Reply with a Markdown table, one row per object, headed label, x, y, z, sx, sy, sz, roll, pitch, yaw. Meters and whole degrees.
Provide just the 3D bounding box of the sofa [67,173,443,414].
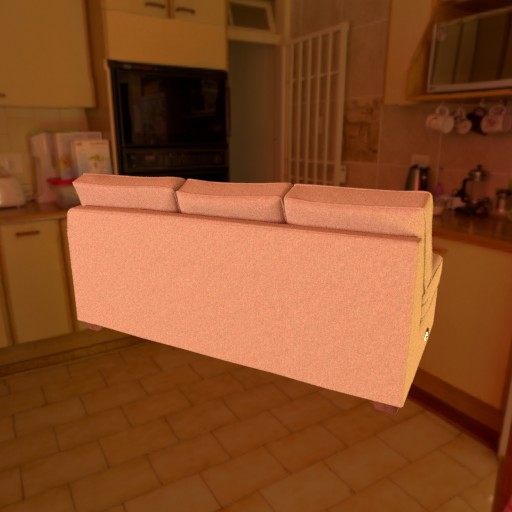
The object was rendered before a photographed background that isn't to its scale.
| label | x | y | z | sx | sy | sz | roll | pitch | yaw |
| --- | --- | --- | --- | --- | --- | --- | --- | --- | --- |
| sofa | 0.000 | 0.000 | 2.591 | 1.963 | 0.946 | 1.034 | 8 | 17 | 27 |
